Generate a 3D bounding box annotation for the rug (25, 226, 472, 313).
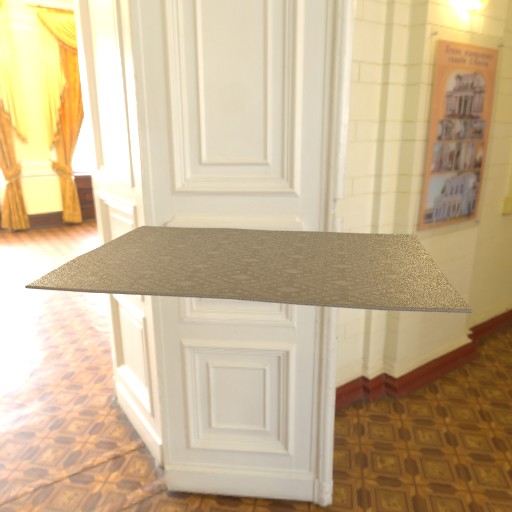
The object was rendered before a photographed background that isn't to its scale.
[{"bbox_3d":[0.000,0.000,2.368,1.829,0.034,1.252,3,16,9],"label":"rug"}]
